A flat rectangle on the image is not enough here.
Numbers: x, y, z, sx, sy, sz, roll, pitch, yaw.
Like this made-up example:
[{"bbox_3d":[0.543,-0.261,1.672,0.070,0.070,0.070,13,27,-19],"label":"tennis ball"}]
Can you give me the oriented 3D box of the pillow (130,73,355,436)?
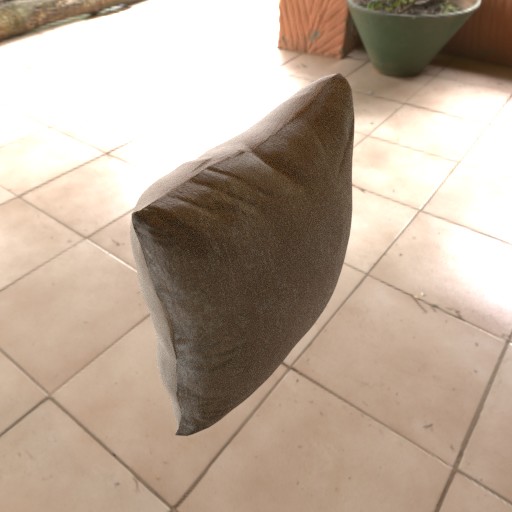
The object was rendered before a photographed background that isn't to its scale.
[{"bbox_3d":[0.000,0.000,0.702,0.245,0.448,0.450,26,48,26],"label":"pillow"}]
